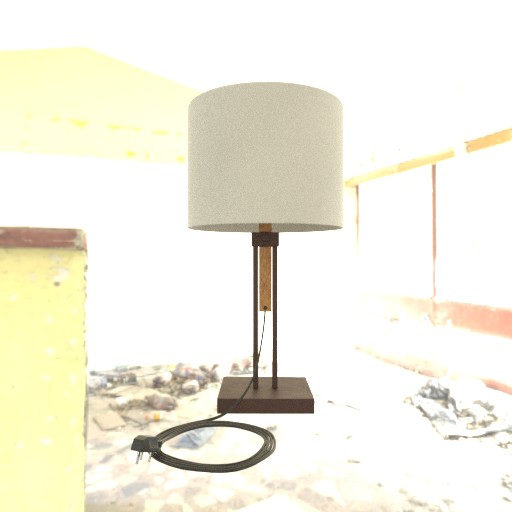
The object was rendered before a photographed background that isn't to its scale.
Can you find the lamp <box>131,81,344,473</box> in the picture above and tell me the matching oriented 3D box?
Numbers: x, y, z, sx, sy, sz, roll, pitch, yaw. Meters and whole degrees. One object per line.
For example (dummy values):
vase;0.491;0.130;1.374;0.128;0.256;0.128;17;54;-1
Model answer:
lamp;0.000;0.000;0.938;0.396;0.668;0.525;0;0;0
